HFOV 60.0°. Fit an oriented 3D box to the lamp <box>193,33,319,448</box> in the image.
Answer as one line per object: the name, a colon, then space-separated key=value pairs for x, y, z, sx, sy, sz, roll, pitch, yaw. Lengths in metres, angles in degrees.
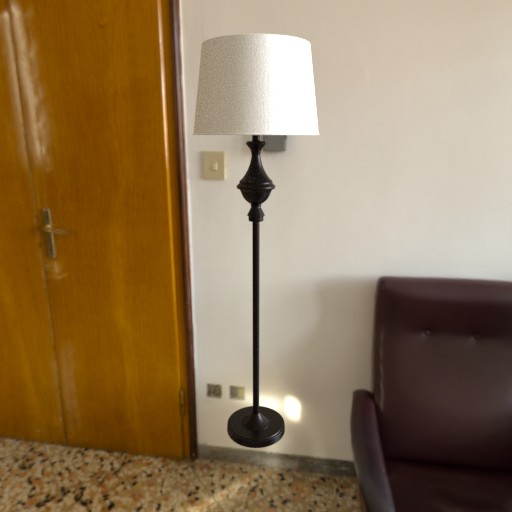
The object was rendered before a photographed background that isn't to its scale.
lamp: x=0.000 y=0.000 z=1.641 sx=0.431 sy=1.484 sz=0.431 roll=0 pitch=15 yaw=0
